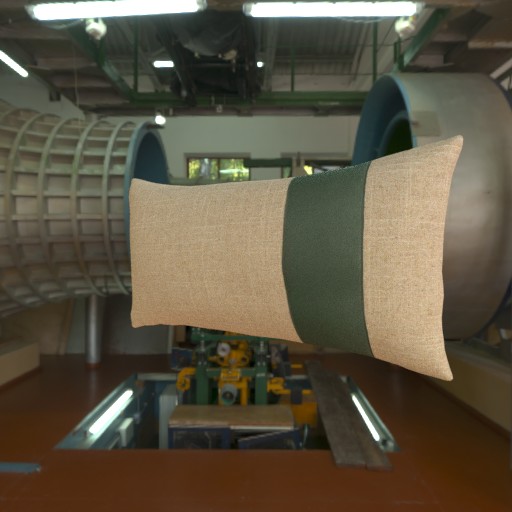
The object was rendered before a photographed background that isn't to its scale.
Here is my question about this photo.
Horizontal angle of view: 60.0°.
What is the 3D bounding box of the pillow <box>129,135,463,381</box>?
[{"bbox_3d":[0.000,0.000,1.005,0.859,0.429,0.197,1,1,35],"label":"pillow"}]
